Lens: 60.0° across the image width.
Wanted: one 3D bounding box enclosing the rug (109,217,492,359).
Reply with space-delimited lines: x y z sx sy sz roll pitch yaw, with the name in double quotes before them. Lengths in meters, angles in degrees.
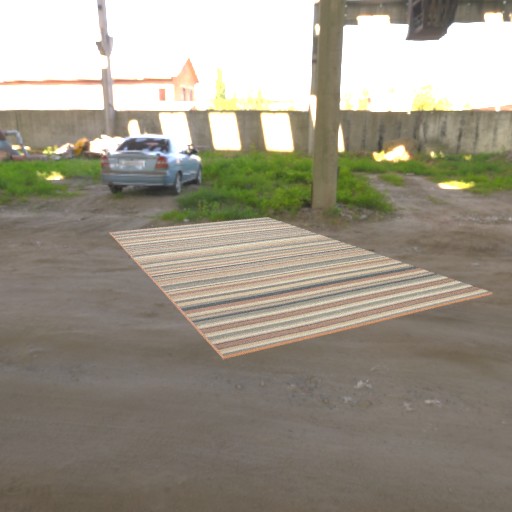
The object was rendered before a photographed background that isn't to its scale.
"rug" 0.000 0.000 3.021 1.523 0.014 2.438 -8 17 -26
